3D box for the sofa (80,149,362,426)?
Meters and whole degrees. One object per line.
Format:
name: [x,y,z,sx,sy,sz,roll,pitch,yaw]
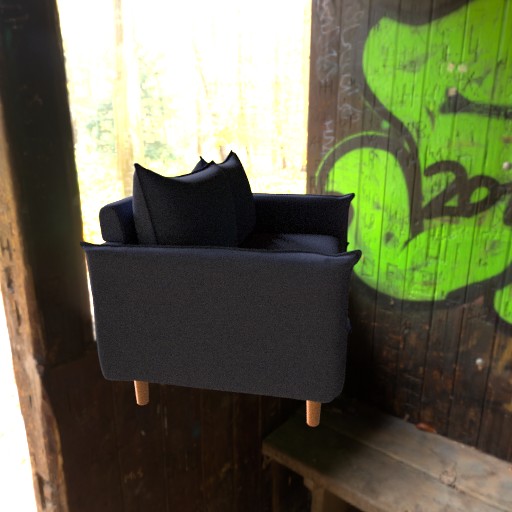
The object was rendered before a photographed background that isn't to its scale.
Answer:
sofa: [0.000,0.000,1.884,0.820,0.840,1.300,3,16,11]
